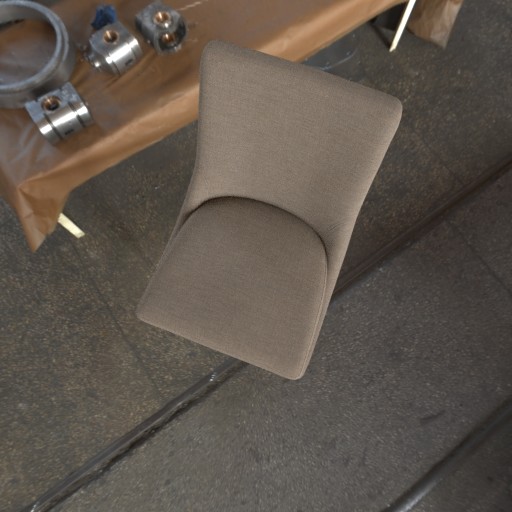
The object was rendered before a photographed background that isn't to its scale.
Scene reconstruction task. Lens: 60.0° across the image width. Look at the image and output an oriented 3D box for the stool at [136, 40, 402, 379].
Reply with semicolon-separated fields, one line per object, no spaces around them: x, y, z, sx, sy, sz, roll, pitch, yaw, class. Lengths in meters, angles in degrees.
0.000;0.000;1.270;0.470;0.981;0.577;20;76;5;stool
